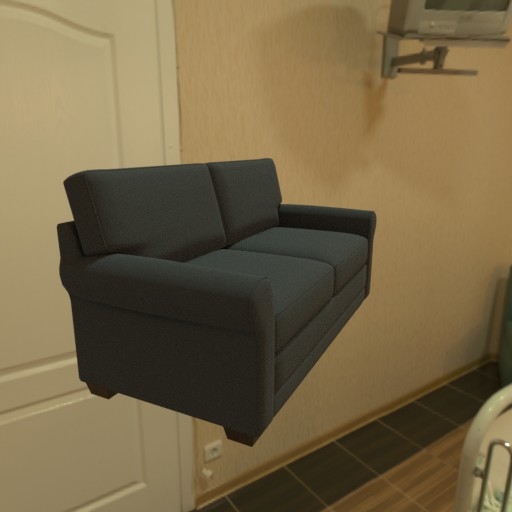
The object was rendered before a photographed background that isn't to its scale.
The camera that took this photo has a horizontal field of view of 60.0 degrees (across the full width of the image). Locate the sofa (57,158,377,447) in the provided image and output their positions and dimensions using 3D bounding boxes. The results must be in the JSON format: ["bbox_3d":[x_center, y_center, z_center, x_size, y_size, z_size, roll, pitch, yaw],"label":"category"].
[{"bbox_3d":[0.000,0.000,2.488,0.940,1.020,1.930,7,16,26],"label":"sofa"}]
